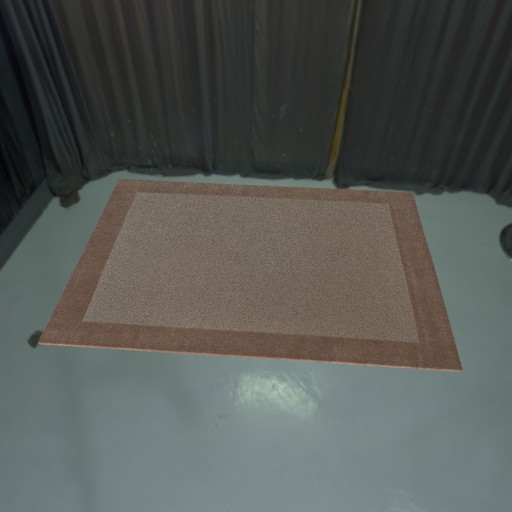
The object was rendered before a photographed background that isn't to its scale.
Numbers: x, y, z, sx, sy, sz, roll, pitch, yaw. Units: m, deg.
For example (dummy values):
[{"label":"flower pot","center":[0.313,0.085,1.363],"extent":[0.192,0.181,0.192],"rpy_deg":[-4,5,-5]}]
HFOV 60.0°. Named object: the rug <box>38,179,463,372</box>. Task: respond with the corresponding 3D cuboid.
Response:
[{"label":"rug","center":[0.000,0.000,2.324],"extent":[1.829,0.014,1.219],"rpy_deg":[3,46,3]}]
